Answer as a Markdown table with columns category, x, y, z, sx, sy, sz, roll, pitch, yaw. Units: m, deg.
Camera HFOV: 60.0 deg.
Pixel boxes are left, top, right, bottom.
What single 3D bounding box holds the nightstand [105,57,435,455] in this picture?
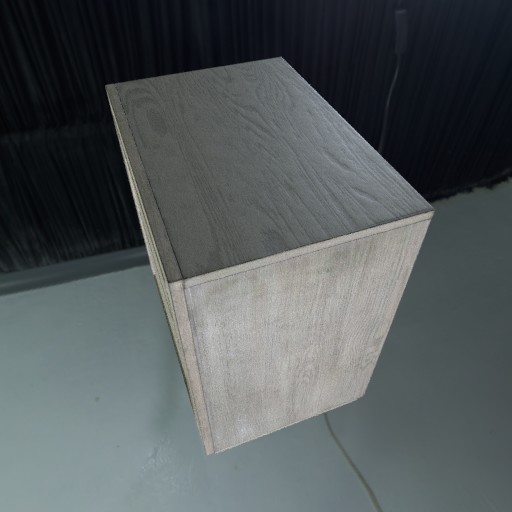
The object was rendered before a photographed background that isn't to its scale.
| category | x | y | z | sx | sy | sz | roll | pitch | yaw |
| --- | --- | --- | --- | --- | --- | --- | --- | --- | --- |
| nightstand | 0.000 | 0.000 | 1.082 | 0.483 | 0.673 | 0.612 | -15 | 48 | -14 |
